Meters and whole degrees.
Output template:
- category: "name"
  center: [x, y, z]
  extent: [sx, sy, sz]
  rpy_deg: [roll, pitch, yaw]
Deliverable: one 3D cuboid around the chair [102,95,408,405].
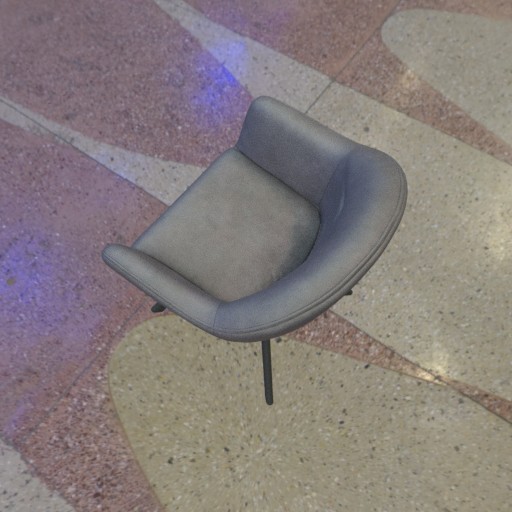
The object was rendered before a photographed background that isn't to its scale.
- category: "chair"
  center: [0.000, 0.000, 1.166]
  extent: [0.544, 0.781, 0.567]
  rpy_deg: [35, 70, 15]
